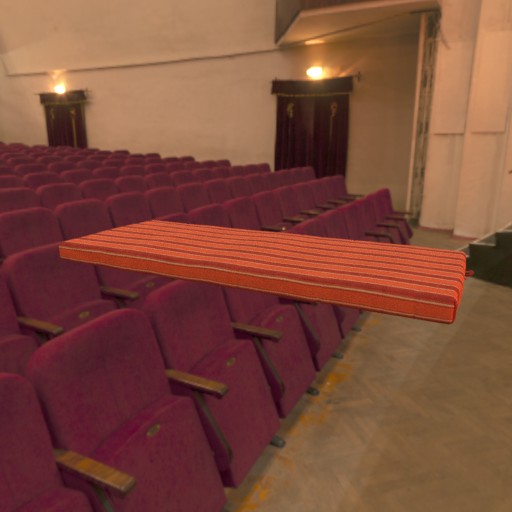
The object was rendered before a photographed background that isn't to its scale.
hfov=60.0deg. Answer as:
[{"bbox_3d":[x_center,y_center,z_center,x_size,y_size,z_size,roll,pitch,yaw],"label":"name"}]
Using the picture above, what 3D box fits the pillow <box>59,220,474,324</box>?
[{"bbox_3d":[0.000,0.000,1.343,1.187,0.081,0.492,7,16,26],"label":"pillow"}]
